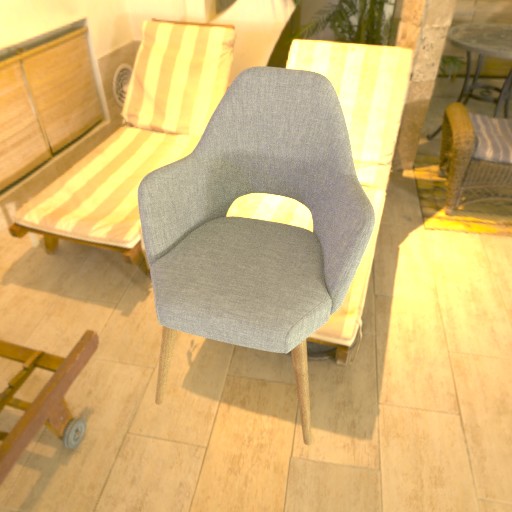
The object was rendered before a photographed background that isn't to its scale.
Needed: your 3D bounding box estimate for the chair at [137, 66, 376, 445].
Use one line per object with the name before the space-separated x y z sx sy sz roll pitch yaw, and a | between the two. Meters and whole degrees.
chair | 0.000 0.000 1.234 0.590 0.840 0.610 10 41 12
